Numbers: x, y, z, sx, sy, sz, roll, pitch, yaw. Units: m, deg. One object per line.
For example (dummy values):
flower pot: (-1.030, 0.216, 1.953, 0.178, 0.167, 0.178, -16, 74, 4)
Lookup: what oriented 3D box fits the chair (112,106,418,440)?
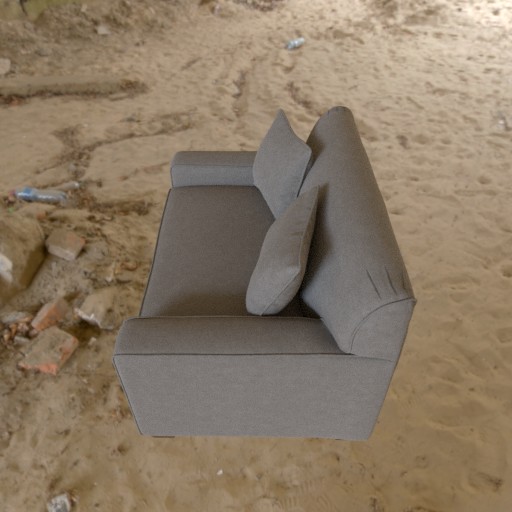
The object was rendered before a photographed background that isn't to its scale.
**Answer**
chair: (0.000, 0.000, 2.054, 0.992, 0.953, 1.395, 1, 42, 1)
